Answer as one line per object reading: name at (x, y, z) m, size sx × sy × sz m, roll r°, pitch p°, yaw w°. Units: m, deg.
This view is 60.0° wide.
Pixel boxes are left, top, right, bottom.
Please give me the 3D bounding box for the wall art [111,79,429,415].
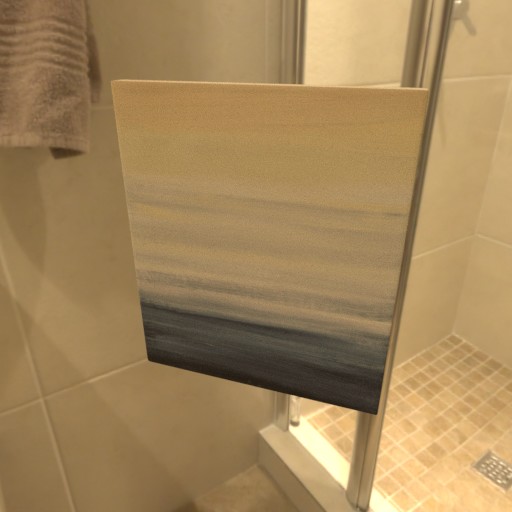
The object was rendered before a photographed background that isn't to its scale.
wall art at (0.000, 0.000, 0.978) m, size 0.608 × 0.710 × 0.041 m, roll 8°, pitch 27°, yaw 17°
